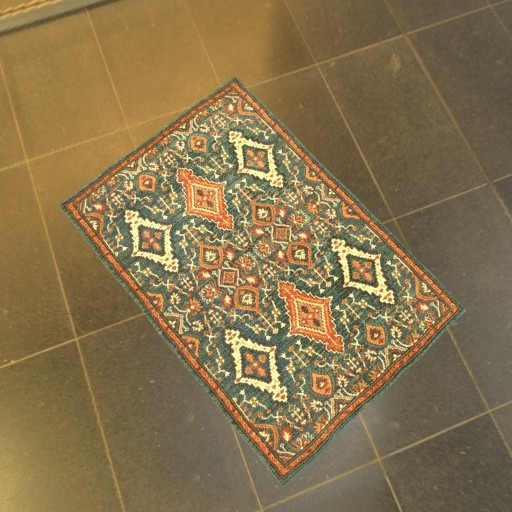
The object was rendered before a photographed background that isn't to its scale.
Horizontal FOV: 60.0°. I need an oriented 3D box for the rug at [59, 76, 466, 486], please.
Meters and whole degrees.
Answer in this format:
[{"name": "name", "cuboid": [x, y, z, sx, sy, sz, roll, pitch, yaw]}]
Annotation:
[{"name": "rug", "cuboid": [0.000, 0.000, 2.987, 1.622, 0.009, 2.373, -40, 78, -10]}]
